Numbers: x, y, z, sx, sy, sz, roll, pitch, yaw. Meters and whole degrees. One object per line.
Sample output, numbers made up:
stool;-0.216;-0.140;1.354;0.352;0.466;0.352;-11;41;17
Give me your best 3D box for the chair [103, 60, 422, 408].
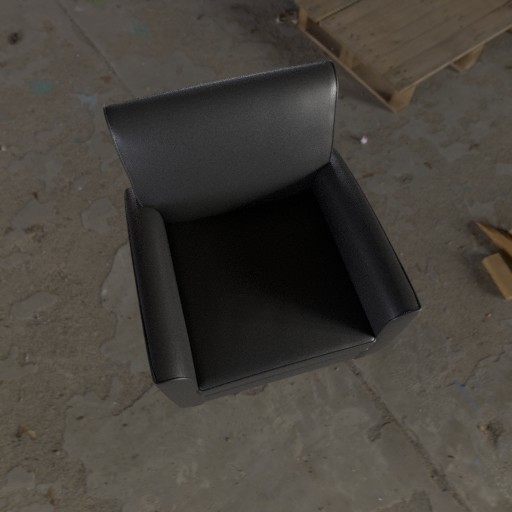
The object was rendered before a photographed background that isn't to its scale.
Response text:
chair;0.000;0.000;1.598;0.820;0.916;0.819;-14;65;-7
